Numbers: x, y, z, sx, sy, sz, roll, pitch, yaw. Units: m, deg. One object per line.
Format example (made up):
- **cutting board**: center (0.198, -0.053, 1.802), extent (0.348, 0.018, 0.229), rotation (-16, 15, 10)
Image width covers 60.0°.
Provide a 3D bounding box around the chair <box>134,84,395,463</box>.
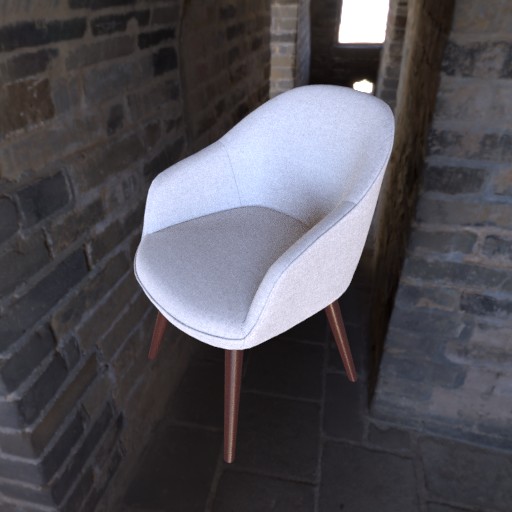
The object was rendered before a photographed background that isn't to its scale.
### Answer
- **chair**: center (0.000, 0.000, 1.233), extent (0.635, 0.823, 0.596), rotation (-21, 37, -30)
